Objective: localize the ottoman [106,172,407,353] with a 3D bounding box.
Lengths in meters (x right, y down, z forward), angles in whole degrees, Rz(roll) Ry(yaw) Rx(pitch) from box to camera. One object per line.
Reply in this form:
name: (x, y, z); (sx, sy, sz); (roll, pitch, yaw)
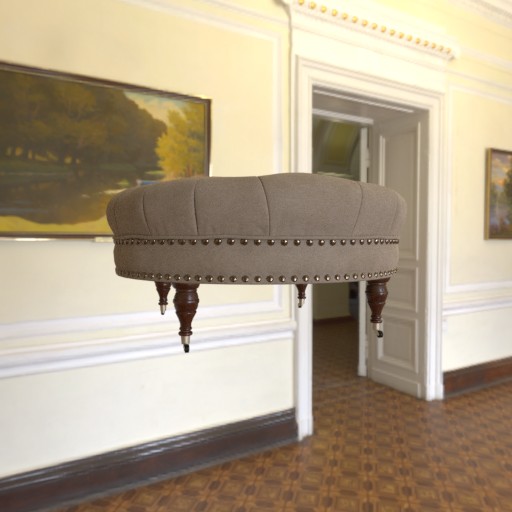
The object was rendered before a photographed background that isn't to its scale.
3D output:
ottoman: (0.000, 0.000, 1.396); (0.901, 0.439, 0.901); (0, 2, 0)
